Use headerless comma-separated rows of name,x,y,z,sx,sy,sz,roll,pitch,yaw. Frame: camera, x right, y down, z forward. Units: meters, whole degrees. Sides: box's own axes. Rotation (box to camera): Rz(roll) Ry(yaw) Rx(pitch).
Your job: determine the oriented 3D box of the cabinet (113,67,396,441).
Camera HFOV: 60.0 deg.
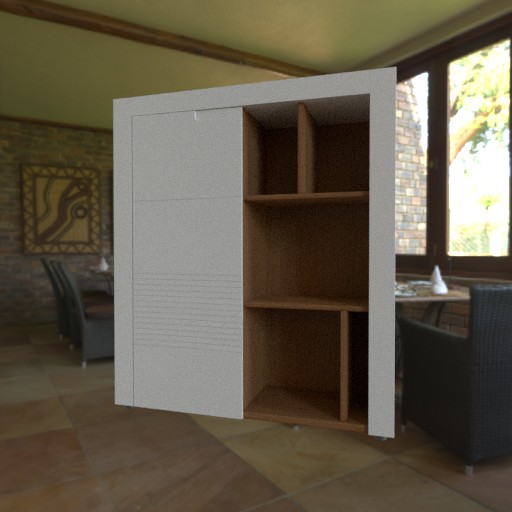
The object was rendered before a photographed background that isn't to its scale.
cabinet,0.000,0.000,1.655,0.990,1.150,0.348,0,1,17
